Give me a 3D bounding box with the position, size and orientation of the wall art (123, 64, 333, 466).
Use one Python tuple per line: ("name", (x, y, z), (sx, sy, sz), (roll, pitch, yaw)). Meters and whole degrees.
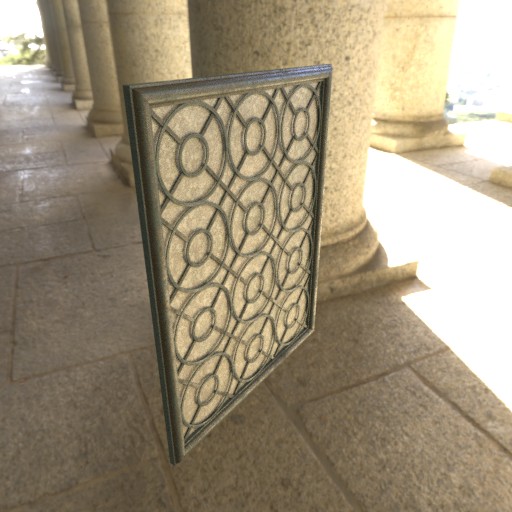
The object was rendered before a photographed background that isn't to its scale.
("wall art", (0.000, 0.000, 1.279), (0.030, 0.983, 0.767), (18, 32, 32))
